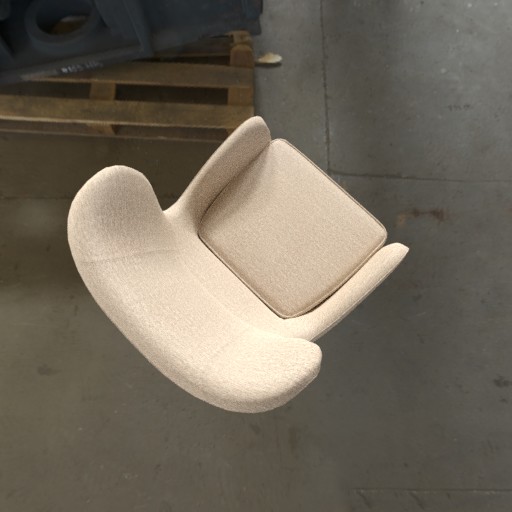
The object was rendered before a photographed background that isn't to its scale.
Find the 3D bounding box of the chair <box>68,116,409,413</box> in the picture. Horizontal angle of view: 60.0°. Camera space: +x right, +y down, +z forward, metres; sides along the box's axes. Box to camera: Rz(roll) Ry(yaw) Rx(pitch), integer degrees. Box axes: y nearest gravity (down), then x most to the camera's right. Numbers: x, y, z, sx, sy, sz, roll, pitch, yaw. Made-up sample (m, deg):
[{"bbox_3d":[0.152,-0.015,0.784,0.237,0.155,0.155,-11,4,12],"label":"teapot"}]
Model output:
[{"bbox_3d":[0.000,0.000,1.752,0.861,1.064,0.984,44,80,10],"label":"chair"}]
